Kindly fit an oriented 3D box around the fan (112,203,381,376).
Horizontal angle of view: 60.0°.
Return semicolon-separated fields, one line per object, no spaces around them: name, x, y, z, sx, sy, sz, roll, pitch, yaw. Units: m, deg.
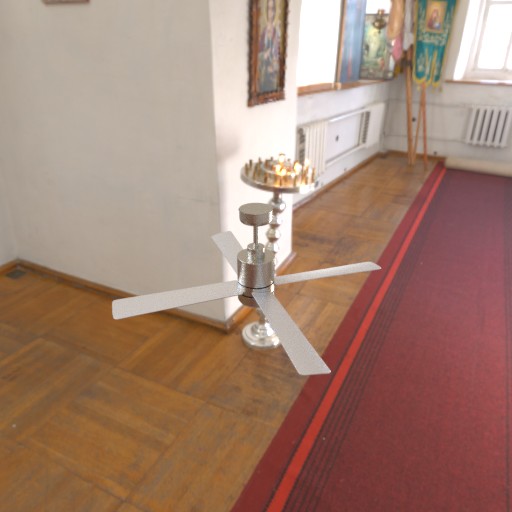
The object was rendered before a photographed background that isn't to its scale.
fan;0.000;0.000;2.369;1.525;0.539;1.525;-8;28;-16
